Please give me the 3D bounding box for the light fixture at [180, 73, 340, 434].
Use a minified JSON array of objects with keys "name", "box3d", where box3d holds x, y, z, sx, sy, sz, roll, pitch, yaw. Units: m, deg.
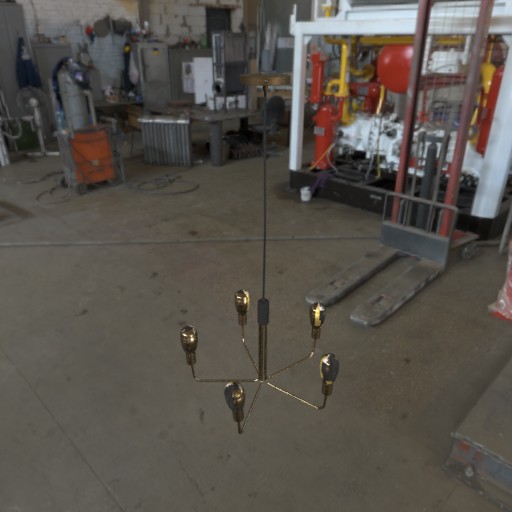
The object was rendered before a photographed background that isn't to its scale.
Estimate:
[{"name":"light fixture","box3d":[0.000,0.000,1.401,0.532,1.059,0.588,0,26,0]}]
